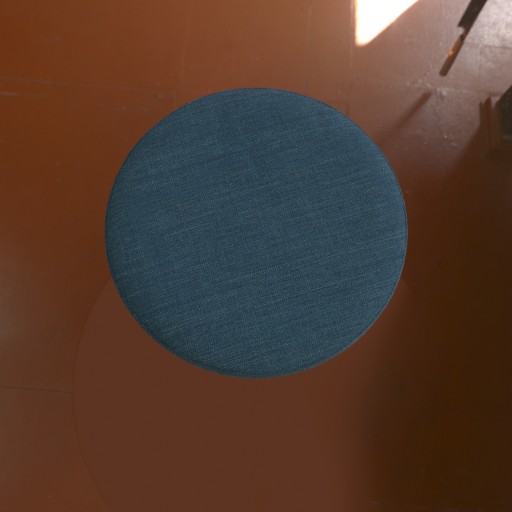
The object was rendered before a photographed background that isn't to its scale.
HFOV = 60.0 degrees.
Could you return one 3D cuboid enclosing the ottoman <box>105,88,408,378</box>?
[{"bbox_3d":[0.000,0.000,0.751,0.398,0.406,0.398,0,75,0],"label":"ottoman"}]
